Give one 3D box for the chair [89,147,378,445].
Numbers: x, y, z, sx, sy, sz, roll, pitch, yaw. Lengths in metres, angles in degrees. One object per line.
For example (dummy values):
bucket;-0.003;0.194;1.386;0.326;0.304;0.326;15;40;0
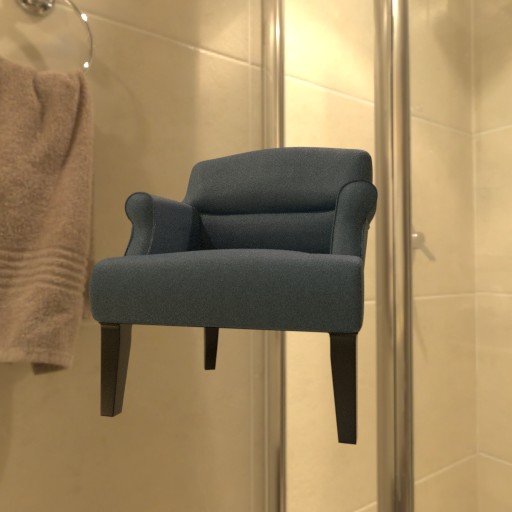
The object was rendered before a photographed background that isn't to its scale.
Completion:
chair;0.000;0.000;1.436;0.770;0.878;0.754;0;-1;17
